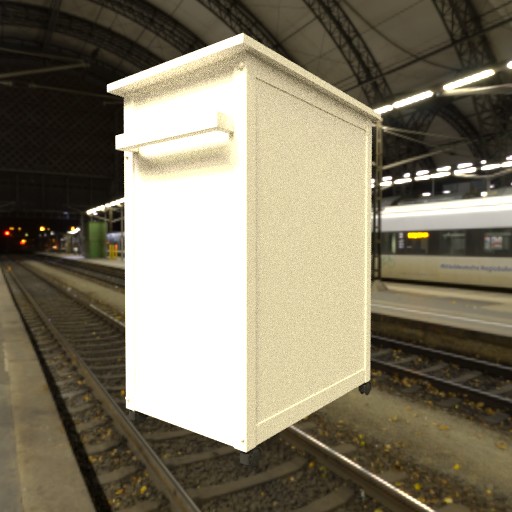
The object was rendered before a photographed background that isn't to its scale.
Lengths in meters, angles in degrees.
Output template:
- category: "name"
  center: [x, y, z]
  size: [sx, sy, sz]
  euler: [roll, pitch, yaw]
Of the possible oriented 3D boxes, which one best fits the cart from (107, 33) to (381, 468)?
- category: "cart"
  center: [0.000, 0.000, 1.240]
  size: [0.442, 0.864, 0.683]
  euler: [1, 2, 38]
